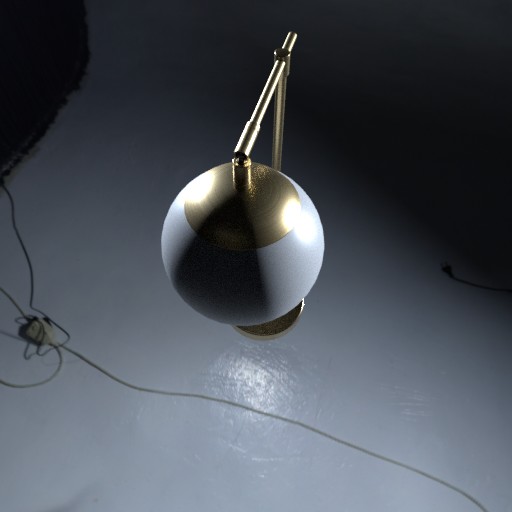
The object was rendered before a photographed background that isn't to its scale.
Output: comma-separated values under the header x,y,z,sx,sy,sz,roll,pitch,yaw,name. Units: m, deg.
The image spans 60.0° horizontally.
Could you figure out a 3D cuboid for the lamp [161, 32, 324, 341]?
x,y,z,sx,sy,sz,roll,pitch,yaw,name
0.000,0.000,0.699,0.207,0.559,0.324,14,59,9,lamp
